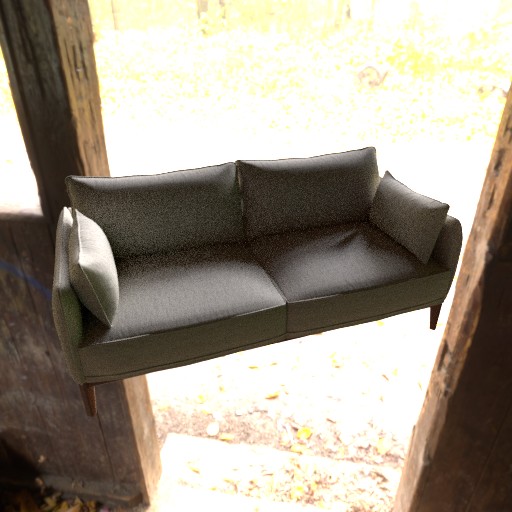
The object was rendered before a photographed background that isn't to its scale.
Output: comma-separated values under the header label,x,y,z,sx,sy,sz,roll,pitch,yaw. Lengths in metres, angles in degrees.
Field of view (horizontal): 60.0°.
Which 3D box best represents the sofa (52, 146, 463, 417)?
label,x,y,z,sx,sy,sz,roll,pitch,yaw
sofa,0.000,0.000,2.403,1.989,0.860,0.991,-10,32,-16
